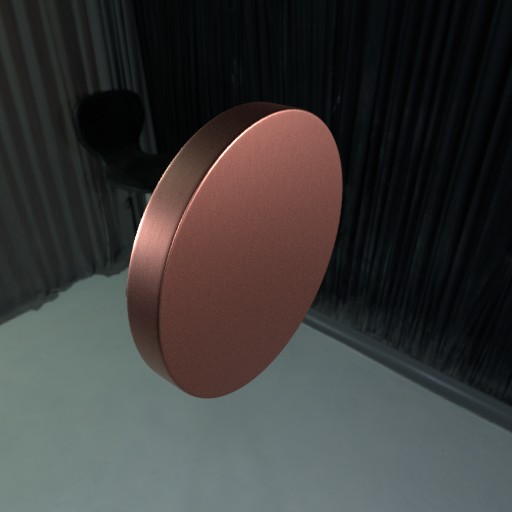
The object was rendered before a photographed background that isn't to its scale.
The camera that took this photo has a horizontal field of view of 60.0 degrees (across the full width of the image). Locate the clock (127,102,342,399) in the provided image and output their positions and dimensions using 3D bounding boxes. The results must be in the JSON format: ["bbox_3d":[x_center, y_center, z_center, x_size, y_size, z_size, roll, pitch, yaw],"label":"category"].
[{"bbox_3d":[0.000,0.000,0.480,0.040,0.313,0.313,22,39,31],"label":"clock"}]
